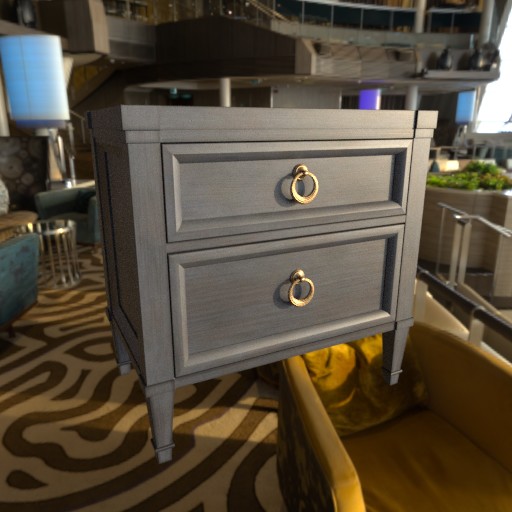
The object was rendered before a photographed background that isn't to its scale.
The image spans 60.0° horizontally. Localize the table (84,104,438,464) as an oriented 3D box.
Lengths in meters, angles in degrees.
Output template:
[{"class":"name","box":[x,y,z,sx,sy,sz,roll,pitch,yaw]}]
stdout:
[{"class":"table","box":[0.000,0.000,1.061,0.660,0.660,0.413,-8,18,-26]}]
